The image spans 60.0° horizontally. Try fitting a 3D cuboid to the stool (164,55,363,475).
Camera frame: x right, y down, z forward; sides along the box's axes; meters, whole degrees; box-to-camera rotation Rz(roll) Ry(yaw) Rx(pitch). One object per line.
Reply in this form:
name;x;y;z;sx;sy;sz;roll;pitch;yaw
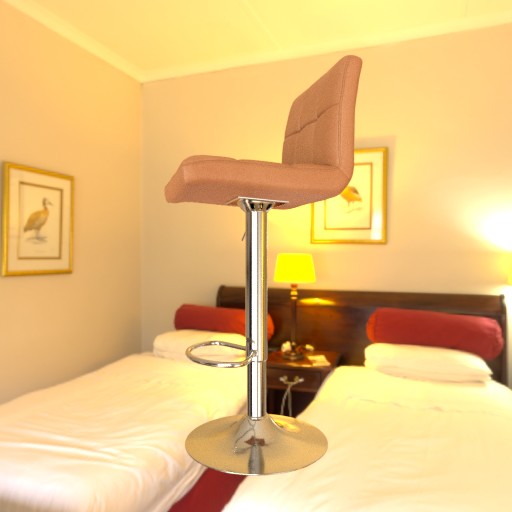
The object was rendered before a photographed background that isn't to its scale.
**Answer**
stool;0.000;0.000;1.327;0.505;1.115;0.430;0;0;-17
